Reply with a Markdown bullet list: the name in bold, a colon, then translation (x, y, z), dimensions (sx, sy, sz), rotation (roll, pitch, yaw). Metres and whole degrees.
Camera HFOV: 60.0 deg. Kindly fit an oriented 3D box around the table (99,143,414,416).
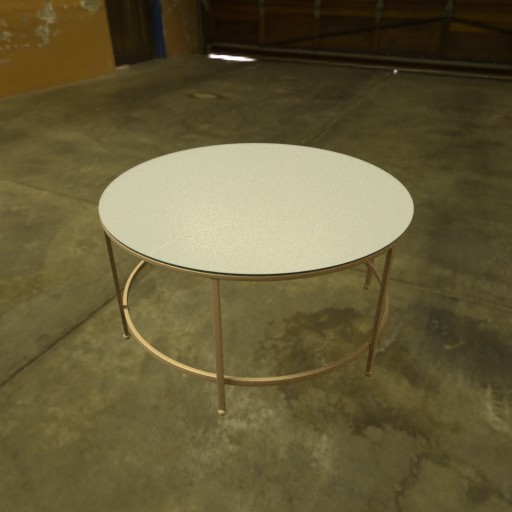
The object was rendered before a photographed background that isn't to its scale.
- **table**: translation (0.000, 0.000, 1.459), dimensions (0.914, 0.470, 0.914), rotation (0, 32, 0)
